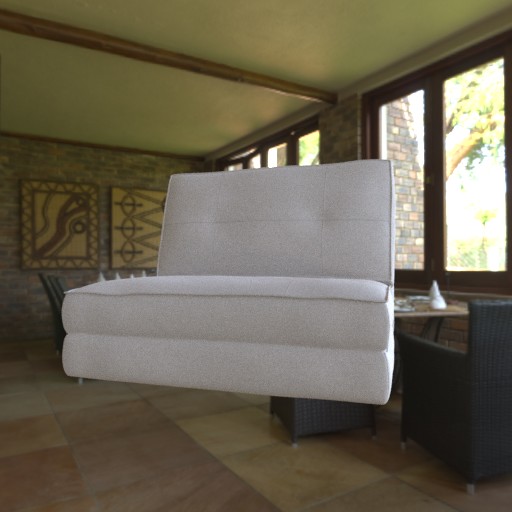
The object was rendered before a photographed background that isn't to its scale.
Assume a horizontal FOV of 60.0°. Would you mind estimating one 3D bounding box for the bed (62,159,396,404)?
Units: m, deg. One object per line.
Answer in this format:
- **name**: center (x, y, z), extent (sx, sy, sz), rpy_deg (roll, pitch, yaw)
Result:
- **bed**: center (0.000, 0.000, 1.322), extent (0.799, 0.614, 0.749), rpy_deg (0, -1, 17)
